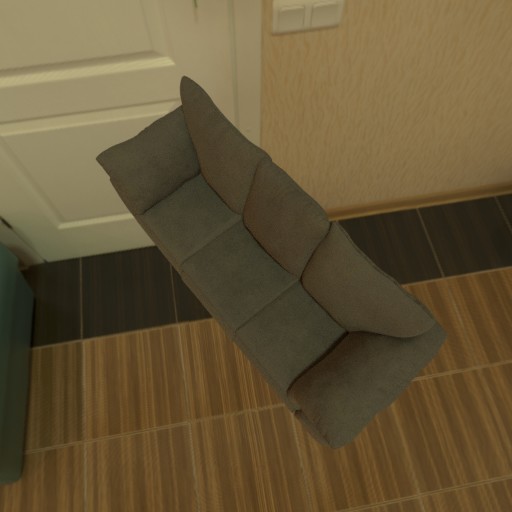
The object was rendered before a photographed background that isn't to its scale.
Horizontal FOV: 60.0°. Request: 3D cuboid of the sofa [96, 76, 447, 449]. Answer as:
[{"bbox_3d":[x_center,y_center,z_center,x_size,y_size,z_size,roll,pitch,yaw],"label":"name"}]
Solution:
[{"bbox_3d":[0.000,0.000,2.866,0.878,1.073,2.336,-36,70,-16],"label":"sofa"}]
